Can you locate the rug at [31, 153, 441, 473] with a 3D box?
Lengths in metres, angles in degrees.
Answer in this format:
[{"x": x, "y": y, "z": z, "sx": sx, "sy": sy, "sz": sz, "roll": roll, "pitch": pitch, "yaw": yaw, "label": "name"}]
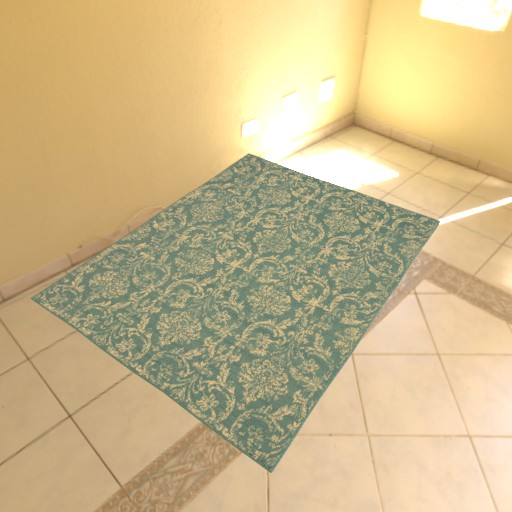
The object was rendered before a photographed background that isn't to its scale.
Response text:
[{"x": 0.000, "y": 0.000, "z": 3.984, "sx": 2.363, "sy": 0.012, "sz": 2.980, "roll": 25, "pitch": 47, "yaw": 26, "label": "rug"}]
